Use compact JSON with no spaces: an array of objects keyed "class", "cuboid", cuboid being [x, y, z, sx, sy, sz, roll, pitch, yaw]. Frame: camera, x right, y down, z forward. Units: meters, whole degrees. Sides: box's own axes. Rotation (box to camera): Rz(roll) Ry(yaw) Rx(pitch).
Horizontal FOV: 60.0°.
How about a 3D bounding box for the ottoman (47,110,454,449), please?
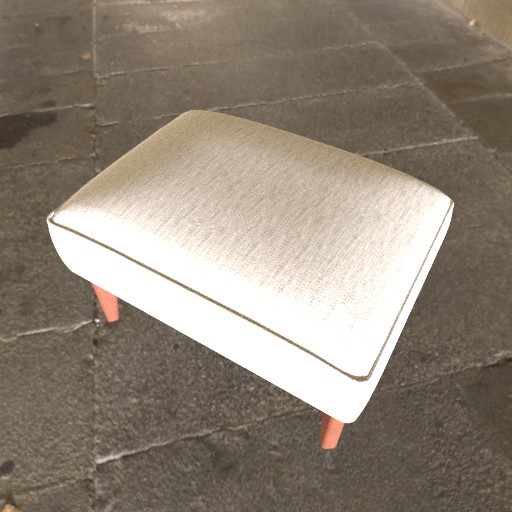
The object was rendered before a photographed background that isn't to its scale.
[{"class":"ottoman","cuboid":[0.000,0.000,1.146,0.794,0.465,0.594,24,52,21]}]
